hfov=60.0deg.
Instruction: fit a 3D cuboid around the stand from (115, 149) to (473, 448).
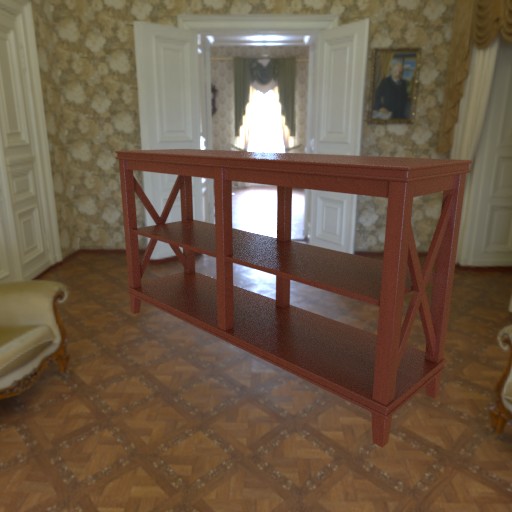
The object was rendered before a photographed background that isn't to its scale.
[{"bbox_3d":[0.000,0.000,1.705,0.381,0.762,1.372,-15,21,-43],"label":"stand"}]
